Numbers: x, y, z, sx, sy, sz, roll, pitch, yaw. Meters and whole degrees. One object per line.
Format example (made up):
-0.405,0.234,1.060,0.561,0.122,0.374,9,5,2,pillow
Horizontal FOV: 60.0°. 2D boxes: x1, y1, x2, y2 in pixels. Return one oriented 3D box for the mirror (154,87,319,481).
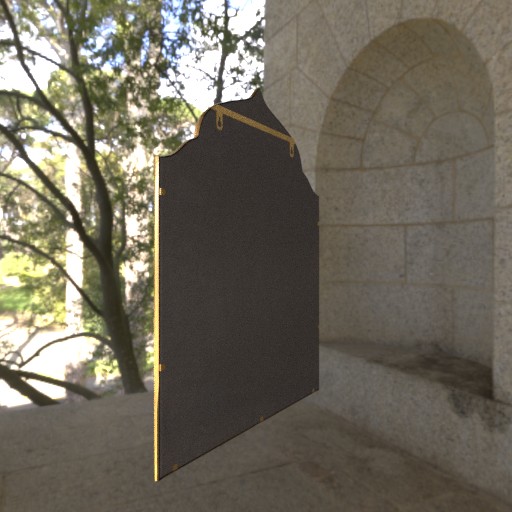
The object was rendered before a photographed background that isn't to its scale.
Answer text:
0.000,0.000,0.838,0.018,0.635,0.513,0,0,34,mirror
